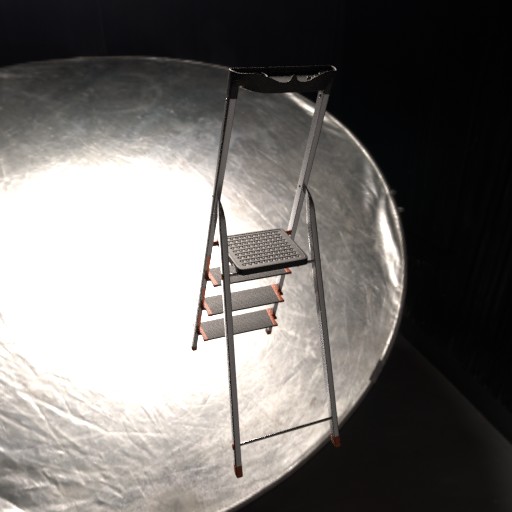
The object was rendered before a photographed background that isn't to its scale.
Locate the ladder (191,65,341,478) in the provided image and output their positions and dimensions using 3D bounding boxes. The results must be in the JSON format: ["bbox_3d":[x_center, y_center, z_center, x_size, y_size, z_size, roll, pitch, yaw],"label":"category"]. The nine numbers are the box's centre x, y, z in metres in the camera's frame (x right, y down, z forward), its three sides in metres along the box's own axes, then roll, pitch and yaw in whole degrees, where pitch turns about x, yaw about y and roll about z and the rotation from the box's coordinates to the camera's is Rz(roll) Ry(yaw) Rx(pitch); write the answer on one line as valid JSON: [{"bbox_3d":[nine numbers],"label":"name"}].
[{"bbox_3d":[0.000,0.000,1.775,0.452,1.429,0.834,-9,29,-17],"label":"ladder"}]
